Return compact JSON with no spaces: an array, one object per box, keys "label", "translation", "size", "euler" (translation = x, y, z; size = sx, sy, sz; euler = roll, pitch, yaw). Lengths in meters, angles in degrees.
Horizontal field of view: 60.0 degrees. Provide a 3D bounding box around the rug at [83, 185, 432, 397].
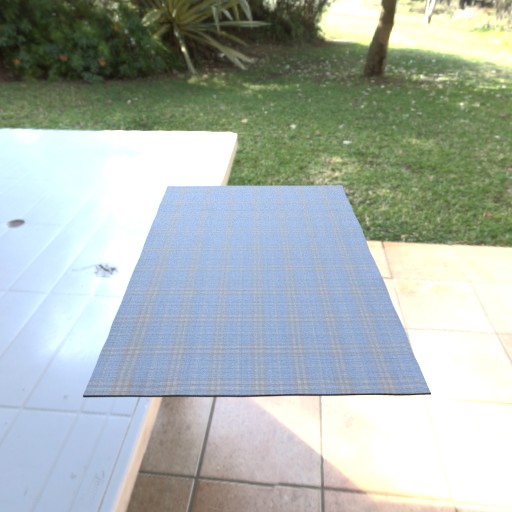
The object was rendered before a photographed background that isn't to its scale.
[{"label":"rug","translation":[0.000,0.000,2.321],"size":[1.231,0.012,1.835],"euler":[0,32,0]}]
